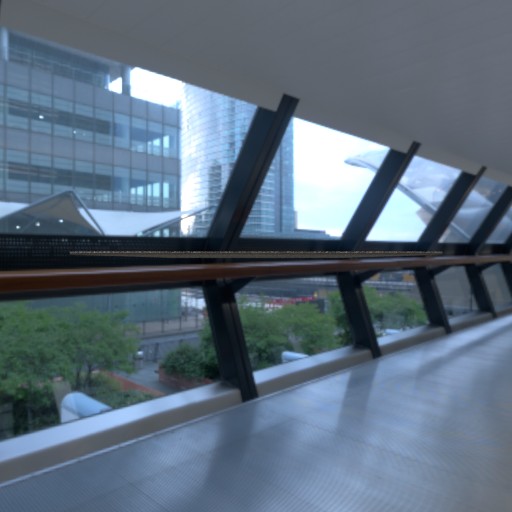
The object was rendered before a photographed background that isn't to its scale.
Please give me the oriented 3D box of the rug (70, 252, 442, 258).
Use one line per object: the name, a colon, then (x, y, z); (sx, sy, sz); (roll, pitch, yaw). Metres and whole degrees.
rug: (0.000, 0.000, 2.283); (1.175, 0.008, 1.783); (0, -1, 0)
